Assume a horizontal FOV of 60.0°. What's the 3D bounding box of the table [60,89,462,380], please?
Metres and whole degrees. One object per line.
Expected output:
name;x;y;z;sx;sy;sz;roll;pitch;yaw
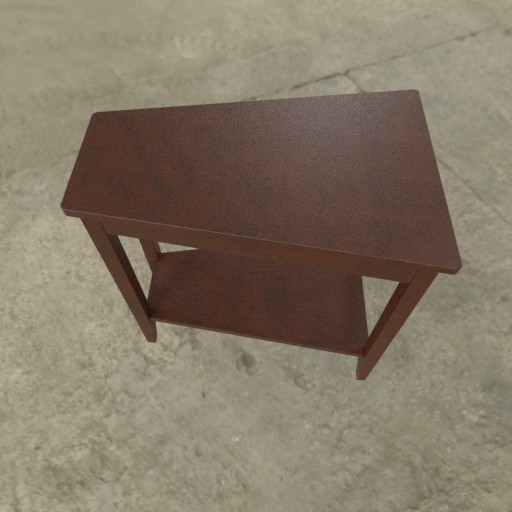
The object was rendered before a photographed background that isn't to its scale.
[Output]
table;0.000;0.000;0.991;0.605;0.589;0.399;2;57;1
